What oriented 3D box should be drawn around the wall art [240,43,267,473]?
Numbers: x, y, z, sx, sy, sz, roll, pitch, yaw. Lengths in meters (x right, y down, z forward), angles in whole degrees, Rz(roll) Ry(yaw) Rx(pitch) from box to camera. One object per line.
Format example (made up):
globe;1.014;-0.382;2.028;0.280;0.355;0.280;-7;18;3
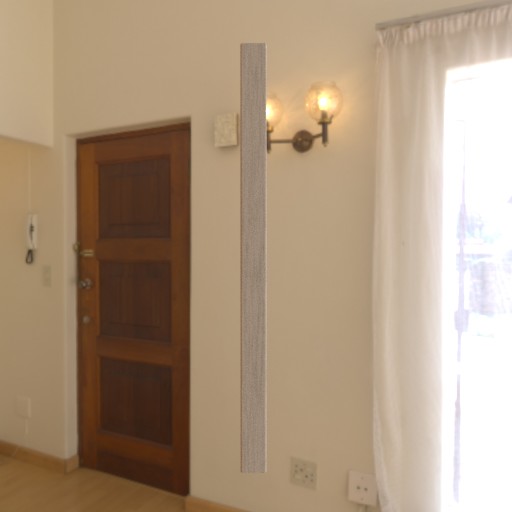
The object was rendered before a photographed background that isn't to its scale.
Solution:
wall art;0.000;0.000;1.966;0.078;1.288;1.287;0;1;1
